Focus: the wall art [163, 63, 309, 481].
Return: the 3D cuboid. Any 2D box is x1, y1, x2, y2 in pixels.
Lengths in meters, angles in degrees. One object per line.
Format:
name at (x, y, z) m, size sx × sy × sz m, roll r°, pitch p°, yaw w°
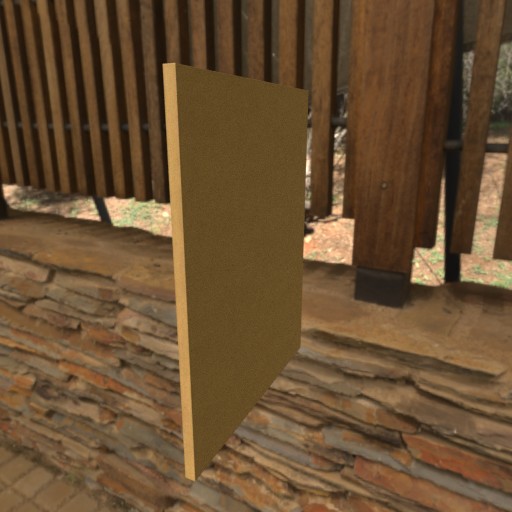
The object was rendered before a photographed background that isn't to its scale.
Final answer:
wall art at (0.000, 0.000, 1.359) m, size 0.030 × 1.002 × 0.798 m, roll 8°, pitch 18°, yaw 24°
